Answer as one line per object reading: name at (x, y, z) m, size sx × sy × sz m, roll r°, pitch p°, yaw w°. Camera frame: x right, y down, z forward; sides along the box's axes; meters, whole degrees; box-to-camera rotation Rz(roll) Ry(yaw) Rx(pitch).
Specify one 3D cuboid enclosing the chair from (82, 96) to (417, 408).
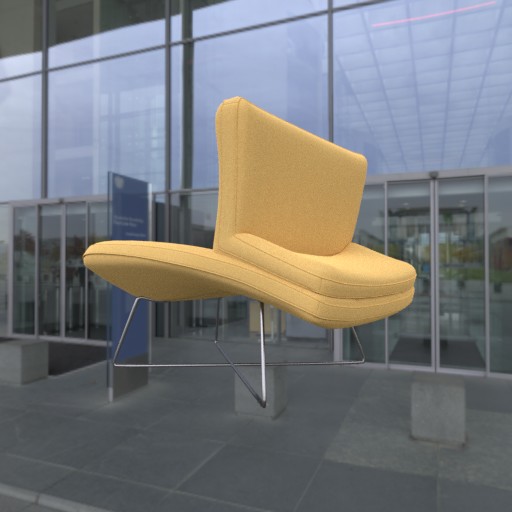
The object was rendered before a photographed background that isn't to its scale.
chair at (0.000, 0.000, 1.663) m, size 1.008 × 0.855 × 0.859 m, roll -1°, pitch -1°, yaw 37°
